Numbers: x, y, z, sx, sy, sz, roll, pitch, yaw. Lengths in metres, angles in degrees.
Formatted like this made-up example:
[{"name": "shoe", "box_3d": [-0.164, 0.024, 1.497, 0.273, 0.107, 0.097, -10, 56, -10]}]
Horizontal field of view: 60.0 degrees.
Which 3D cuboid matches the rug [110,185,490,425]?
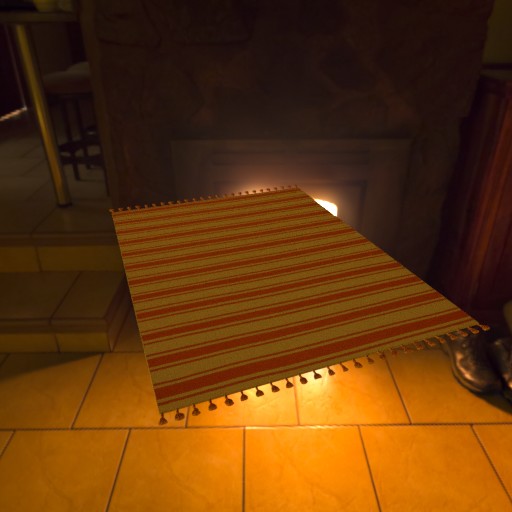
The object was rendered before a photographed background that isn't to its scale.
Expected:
[{"name": "rug", "box_3d": [0.000, 0.000, 4.273, 2.451, 0.035, 3.369, -10, 30, -18]}]
